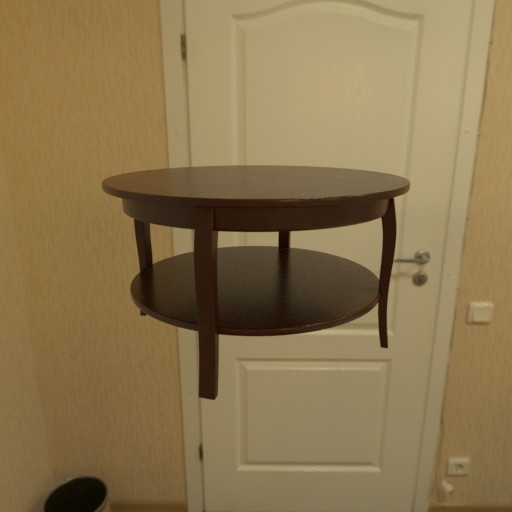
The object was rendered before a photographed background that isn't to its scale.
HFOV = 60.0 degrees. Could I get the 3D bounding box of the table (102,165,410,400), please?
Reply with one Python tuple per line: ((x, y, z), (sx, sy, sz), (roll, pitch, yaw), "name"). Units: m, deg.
((0.000, 0.000, 1.448), (0.911, 0.512, 0.911), (0, 16, 0), "table")
